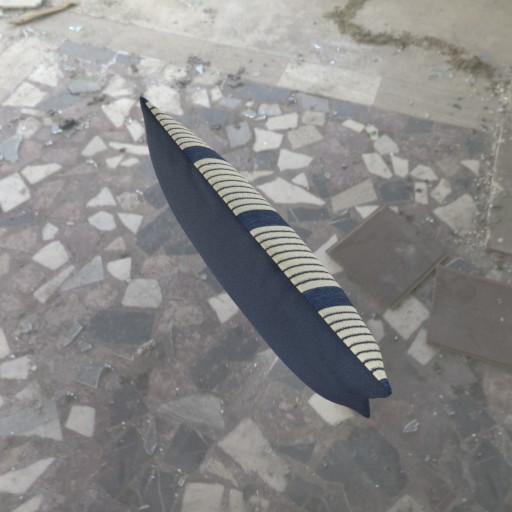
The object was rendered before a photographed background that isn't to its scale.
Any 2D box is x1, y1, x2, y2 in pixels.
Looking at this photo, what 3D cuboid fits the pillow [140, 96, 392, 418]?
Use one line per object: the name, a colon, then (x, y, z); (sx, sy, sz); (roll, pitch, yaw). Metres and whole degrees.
pillow: (0.000, 0.000, 0.751); (0.156, 0.292, 0.608); (-31, 63, -17)
